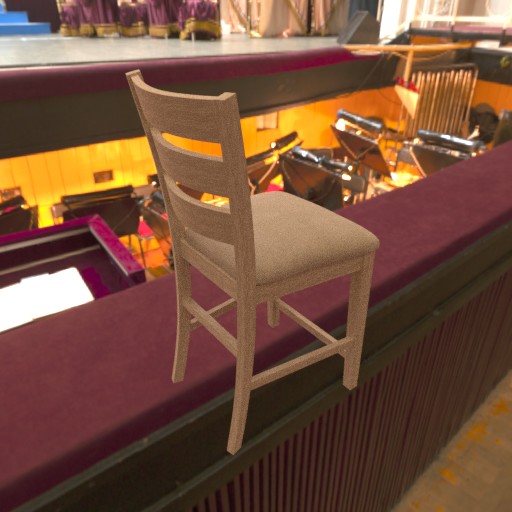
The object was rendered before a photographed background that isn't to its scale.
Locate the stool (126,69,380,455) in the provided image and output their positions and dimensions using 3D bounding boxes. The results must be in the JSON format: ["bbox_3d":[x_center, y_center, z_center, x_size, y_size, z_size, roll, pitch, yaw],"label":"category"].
[{"bbox_3d":[0.000,0.000,1.332,0.569,1.032,0.484,-20,35,-32],"label":"stool"}]
